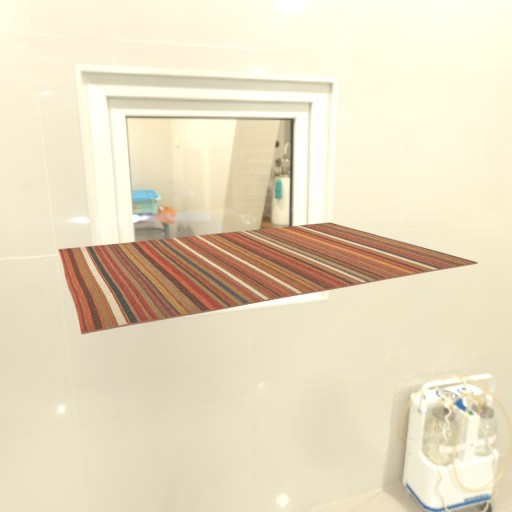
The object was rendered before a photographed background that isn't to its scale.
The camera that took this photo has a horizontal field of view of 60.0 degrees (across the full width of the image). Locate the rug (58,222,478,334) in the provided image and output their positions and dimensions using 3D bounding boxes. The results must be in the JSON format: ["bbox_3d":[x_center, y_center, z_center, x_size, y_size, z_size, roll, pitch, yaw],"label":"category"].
[{"bbox_3d":[0.000,0.000,2.304,1.828,0.007,1.217,-7,16,-26],"label":"rug"}]
